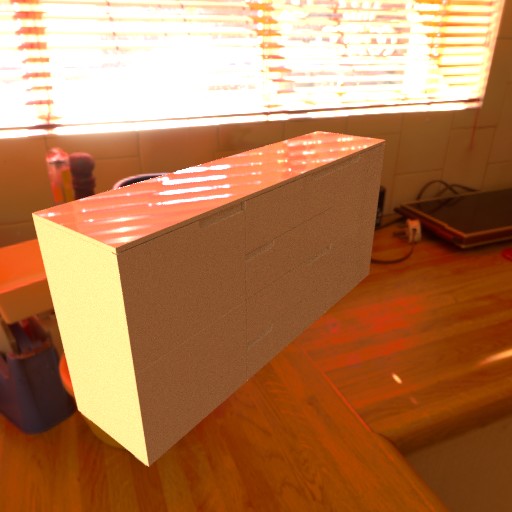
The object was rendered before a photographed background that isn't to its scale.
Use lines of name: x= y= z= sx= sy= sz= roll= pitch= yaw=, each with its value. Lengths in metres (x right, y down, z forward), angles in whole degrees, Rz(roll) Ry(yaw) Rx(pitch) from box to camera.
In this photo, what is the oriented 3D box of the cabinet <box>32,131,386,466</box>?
cabinet: x=0.000 y=0.000 z=1.963 sx=0.400 sy=0.800 sz=1.650 roll=19 pitch=32 yaw=33
